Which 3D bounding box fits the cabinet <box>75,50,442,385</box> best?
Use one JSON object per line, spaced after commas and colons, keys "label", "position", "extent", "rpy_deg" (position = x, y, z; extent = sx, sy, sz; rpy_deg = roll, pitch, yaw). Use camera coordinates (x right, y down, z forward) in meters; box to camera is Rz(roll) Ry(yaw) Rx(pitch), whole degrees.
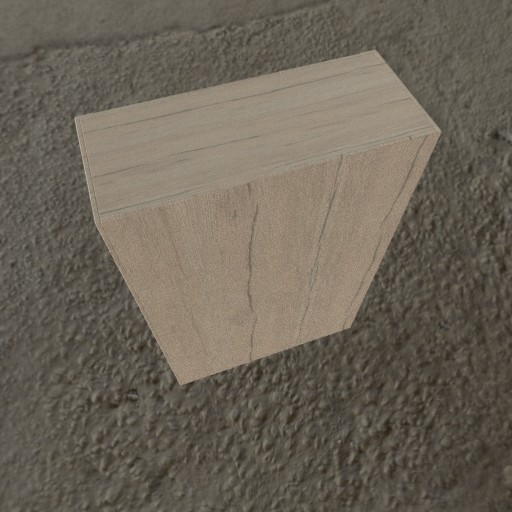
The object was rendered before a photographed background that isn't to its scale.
{"label": "cabinet", "position": [0.000, 0.000, 2.704], "extent": [1.400, 2.070, 0.580], "rpy_deg": [-17, 60, -10]}
